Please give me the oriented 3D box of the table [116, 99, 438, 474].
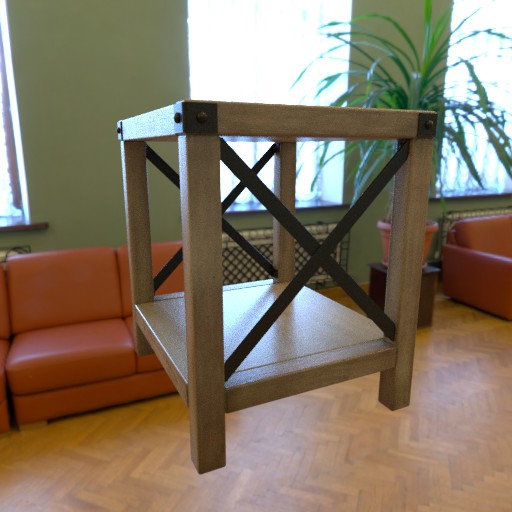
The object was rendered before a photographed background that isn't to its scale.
[{"bbox_3d":[0.000,0.000,0.932,0.459,0.561,0.510,-7,15,-25],"label":"table"}]
